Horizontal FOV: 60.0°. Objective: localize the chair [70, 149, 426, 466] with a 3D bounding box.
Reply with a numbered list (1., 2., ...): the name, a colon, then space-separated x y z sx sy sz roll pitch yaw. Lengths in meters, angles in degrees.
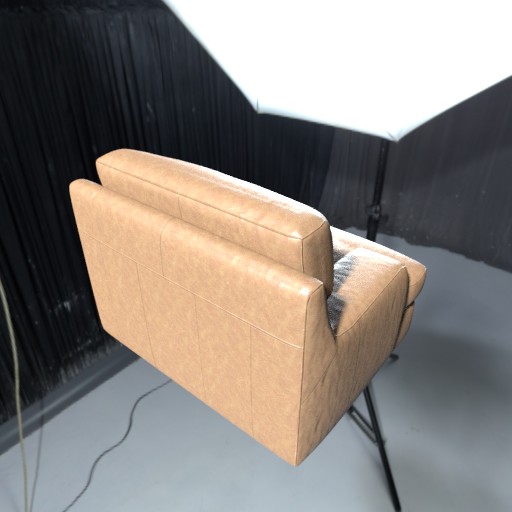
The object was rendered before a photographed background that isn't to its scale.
1. chair: 0.000 0.000 2.013 1.276 0.978 1.050 24 39 32
